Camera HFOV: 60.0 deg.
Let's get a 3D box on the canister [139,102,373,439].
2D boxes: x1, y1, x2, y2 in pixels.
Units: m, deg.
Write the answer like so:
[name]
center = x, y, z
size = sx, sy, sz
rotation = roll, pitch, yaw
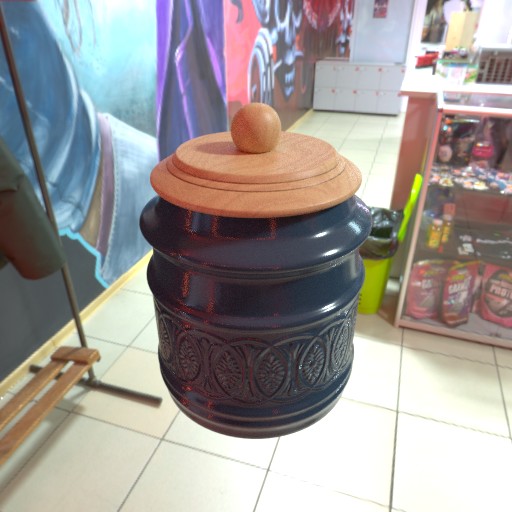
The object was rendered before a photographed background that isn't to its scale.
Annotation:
[canister]
center = 0.000, 0.000, 0.266
size = 0.130, 0.176, 0.130
rotation = 0, 29, 0
